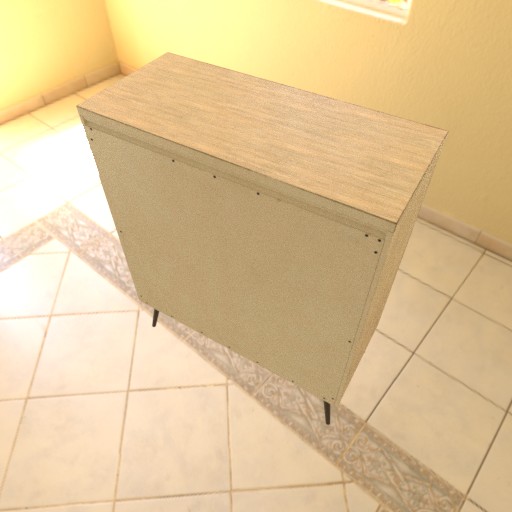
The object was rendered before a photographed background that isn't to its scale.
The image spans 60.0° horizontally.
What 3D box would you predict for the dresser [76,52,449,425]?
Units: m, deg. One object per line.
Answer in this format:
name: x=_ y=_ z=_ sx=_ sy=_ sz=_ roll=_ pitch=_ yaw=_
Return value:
dresser: x=0.000 y=0.000 z=1.761 sx=1.016 sy=1.219 sz=0.457 roll=24 pitch=52 yaw=20
